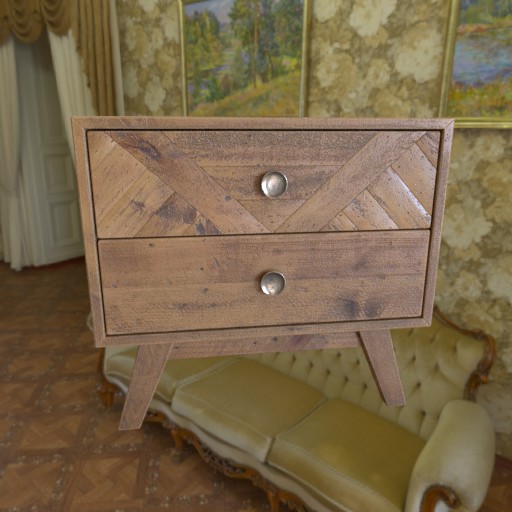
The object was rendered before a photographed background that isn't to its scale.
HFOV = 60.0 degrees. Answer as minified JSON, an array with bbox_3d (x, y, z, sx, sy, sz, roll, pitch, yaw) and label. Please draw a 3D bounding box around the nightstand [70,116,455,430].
[{"bbox_3d":[0.000,0.000,1.024,0.650,0.599,0.450,-2,16,-8],"label":"nightstand"}]
